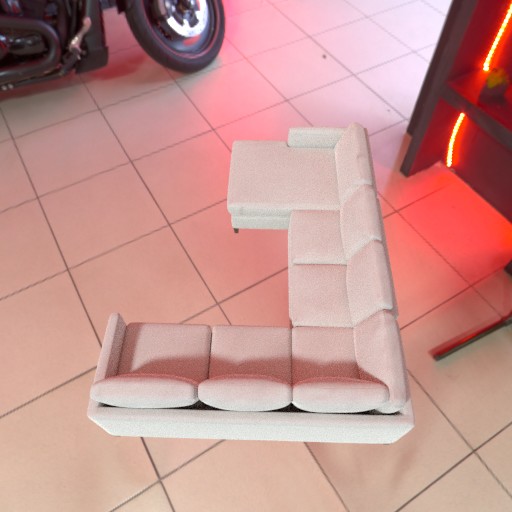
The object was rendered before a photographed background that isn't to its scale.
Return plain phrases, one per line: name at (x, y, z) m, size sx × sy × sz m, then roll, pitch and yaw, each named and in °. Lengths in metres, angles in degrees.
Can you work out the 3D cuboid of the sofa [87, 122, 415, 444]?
sofa at (0.000, 0.000, 4.566) m, size 2.593 × 0.956 × 3.459 m, roll 1°, pitch 56°, yaw 1°
